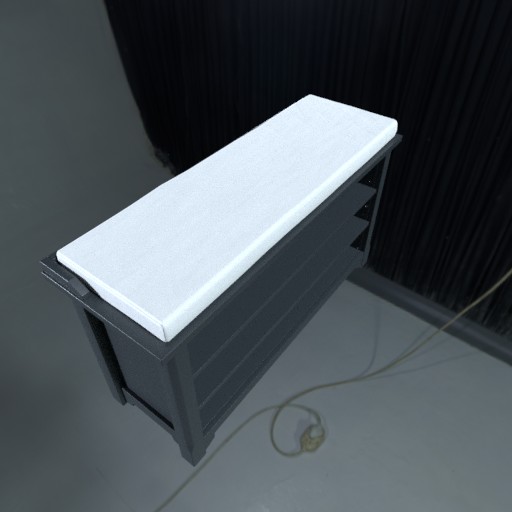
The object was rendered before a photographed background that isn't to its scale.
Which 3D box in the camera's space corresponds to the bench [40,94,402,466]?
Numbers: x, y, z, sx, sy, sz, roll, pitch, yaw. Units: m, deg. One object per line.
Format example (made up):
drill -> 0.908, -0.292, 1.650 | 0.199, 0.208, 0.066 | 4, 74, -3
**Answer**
bench -> 0.000, 0.000, 1.247 | 0.345, 0.561, 0.973 | 27, 50, 26
